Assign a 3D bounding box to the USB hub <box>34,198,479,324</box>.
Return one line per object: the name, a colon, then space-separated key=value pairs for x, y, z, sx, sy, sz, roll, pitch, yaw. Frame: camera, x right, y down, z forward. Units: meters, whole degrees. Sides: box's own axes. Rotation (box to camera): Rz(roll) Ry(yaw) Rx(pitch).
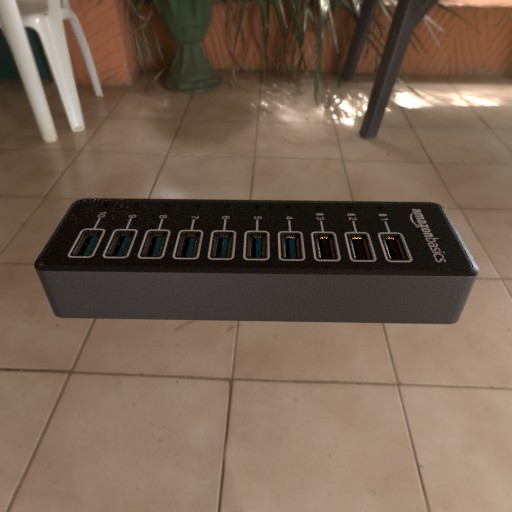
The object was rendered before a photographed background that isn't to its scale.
USB hub: x=0.000 y=0.000 z=0.165 sx=0.145 sy=0.023 sz=0.044 roll=1 pitch=39 yaw=1
